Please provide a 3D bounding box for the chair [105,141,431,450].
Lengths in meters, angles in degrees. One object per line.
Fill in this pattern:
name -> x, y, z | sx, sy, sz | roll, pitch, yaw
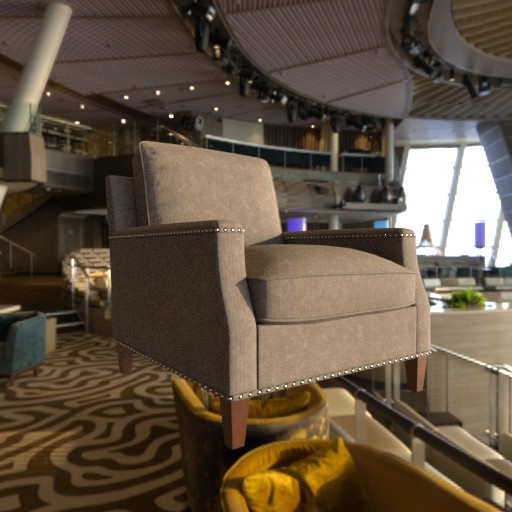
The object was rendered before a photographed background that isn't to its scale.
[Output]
chair -> 0.000, 0.000, 1.702 | 0.853, 0.948, 1.014 | -1, 1, -36
